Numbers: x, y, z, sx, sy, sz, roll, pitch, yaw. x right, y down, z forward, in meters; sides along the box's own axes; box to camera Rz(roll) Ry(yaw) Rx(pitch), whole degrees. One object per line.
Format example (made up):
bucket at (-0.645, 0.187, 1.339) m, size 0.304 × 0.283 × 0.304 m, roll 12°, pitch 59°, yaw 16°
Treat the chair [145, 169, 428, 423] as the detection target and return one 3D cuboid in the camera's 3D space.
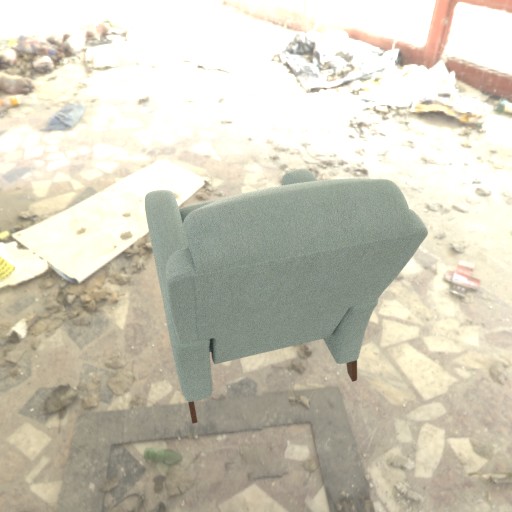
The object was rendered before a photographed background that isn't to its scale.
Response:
chair at (0.000, 0.000, 1.756) m, size 0.785 × 1.067 × 0.988 m, roll -11°, pitch 42°, yaw -12°
